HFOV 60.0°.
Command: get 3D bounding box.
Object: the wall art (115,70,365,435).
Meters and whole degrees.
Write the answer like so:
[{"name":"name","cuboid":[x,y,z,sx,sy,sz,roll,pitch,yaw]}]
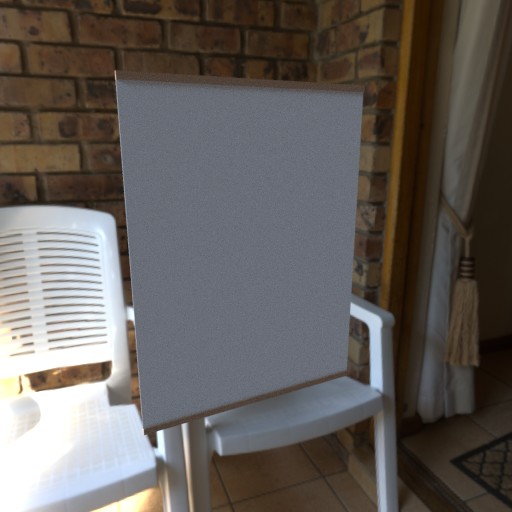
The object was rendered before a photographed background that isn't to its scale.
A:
[{"name":"wall art","cuboid":[0.000,0.000,1.364,0.758,1.016,0.013,-8,17,-26]}]
